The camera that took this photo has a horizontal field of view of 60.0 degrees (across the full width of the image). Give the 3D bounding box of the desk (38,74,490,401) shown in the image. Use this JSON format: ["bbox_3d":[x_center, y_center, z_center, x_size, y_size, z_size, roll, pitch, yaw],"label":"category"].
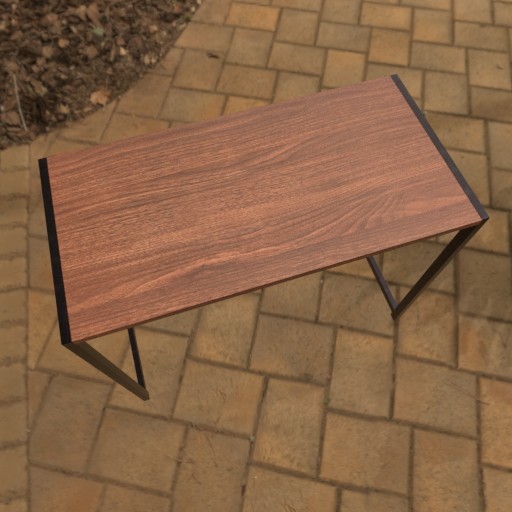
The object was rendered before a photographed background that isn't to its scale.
[{"bbox_3d":[0.000,0.000,1.437,1.016,0.762,0.508,-16,65,-8],"label":"desk"}]
